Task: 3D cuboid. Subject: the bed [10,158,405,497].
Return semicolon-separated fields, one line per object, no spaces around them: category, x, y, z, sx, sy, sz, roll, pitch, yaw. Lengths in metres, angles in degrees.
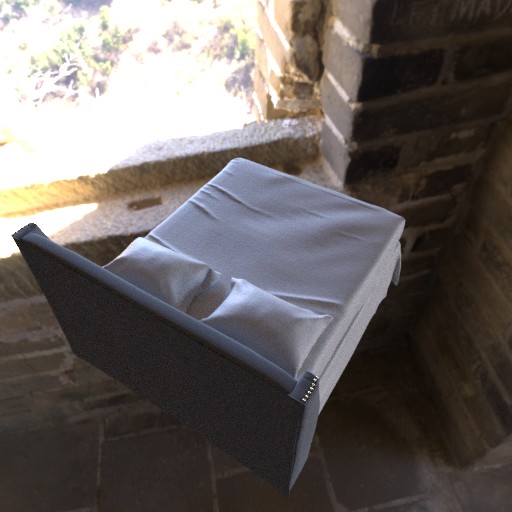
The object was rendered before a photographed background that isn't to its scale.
bed;0.000;0.000;3.285;1.925;1.332;2.276;25;51;22
